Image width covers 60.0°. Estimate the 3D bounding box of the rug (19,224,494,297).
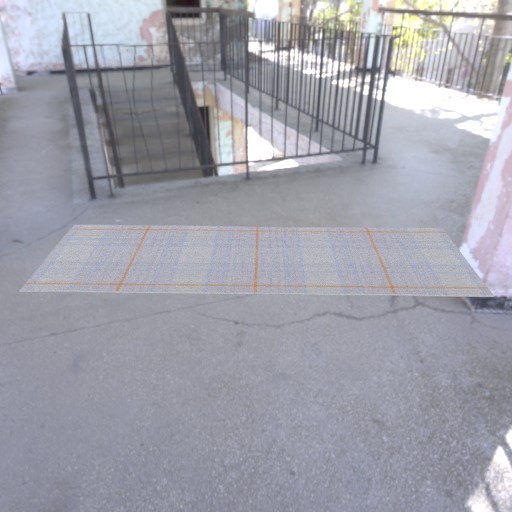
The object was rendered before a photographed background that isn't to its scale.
[{"bbox_3d":[0.000,0.000,2.606,2.442,0.016,0.770,1,31,1],"label":"rug"}]
